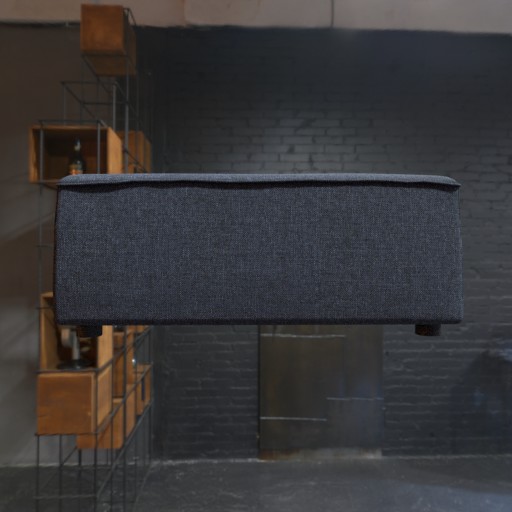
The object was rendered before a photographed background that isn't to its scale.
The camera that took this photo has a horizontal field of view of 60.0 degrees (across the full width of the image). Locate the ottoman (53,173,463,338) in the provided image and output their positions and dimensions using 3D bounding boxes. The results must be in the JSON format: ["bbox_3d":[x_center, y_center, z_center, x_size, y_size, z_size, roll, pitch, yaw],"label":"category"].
[{"bbox_3d":[0.000,0.000,1.567,1.017,0.423,1.023,0,-1,-1],"label":"ottoman"}]
